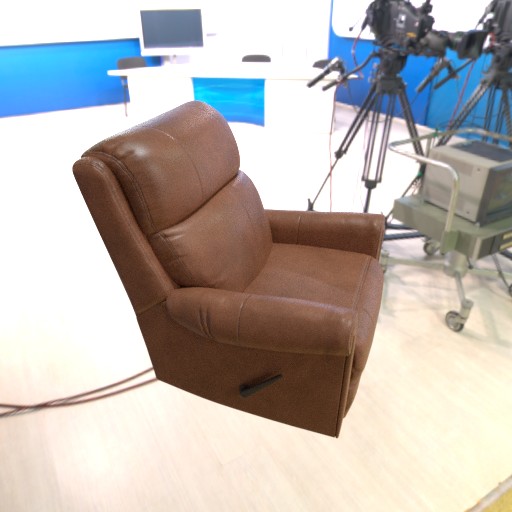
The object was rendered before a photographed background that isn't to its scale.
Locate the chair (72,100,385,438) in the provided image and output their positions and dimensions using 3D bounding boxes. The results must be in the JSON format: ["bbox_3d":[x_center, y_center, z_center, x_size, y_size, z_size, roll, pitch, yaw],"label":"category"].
[{"bbox_3d":[0.000,0.000,1.790,1.014,1.054,0.838,11,33,17],"label":"chair"}]
